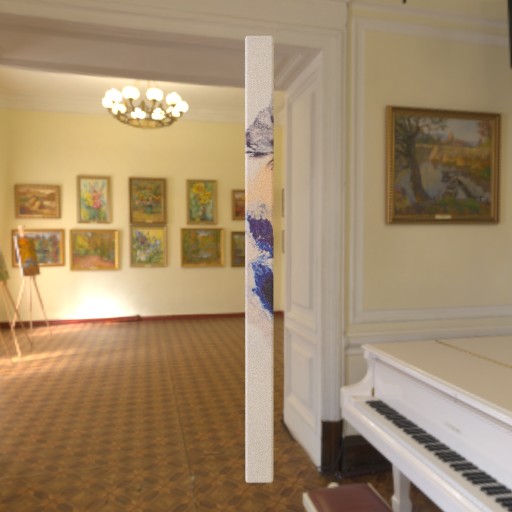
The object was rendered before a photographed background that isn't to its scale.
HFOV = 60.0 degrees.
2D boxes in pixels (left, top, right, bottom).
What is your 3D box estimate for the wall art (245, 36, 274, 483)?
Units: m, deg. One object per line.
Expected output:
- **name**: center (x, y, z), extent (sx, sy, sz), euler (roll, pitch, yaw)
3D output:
- **wall art**: center (0.000, 0.000, 0.905), extent (0.039, 0.609, 0.609), euler (0, 2, -1)
